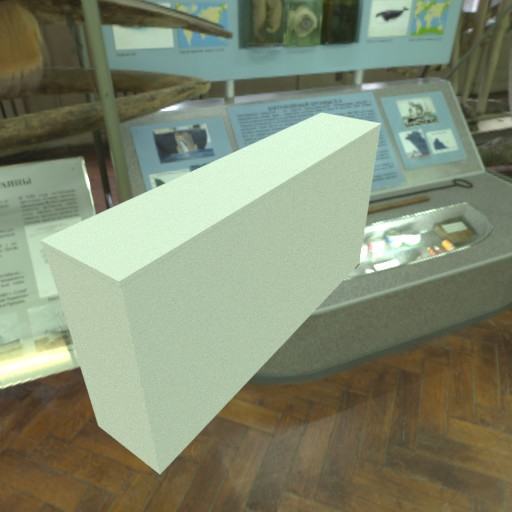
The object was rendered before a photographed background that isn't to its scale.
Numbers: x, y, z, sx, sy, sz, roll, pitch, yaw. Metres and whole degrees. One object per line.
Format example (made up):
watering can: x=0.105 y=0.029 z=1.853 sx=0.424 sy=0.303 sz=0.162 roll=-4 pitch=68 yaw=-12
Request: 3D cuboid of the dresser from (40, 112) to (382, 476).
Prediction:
dresser: x=0.000 y=0.000 z=1.834 sx=0.333 sy=0.790 sz=1.535 roll=21 pitch=39 yaw=29
